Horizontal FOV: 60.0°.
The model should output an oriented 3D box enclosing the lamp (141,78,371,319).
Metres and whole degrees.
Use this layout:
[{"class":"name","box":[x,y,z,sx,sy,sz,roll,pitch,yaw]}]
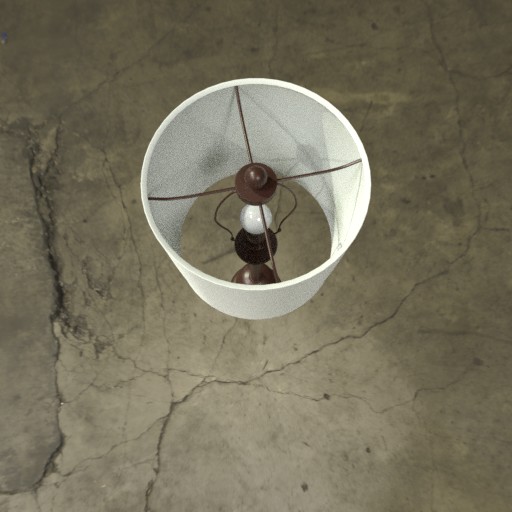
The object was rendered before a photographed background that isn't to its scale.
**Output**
[{"class":"lamp","box":[0.000,0.000,0.808,0.254,0.690,0.254,-11,75,-3]}]
